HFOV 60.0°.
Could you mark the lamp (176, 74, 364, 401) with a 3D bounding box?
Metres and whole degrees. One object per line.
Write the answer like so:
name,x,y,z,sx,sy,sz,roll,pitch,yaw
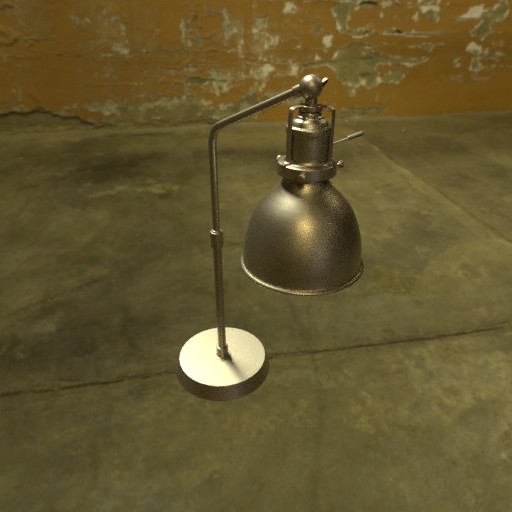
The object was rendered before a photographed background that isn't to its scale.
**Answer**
lamp,0.000,0.000,0.585,0.286,0.456,0.153,19,35,30
